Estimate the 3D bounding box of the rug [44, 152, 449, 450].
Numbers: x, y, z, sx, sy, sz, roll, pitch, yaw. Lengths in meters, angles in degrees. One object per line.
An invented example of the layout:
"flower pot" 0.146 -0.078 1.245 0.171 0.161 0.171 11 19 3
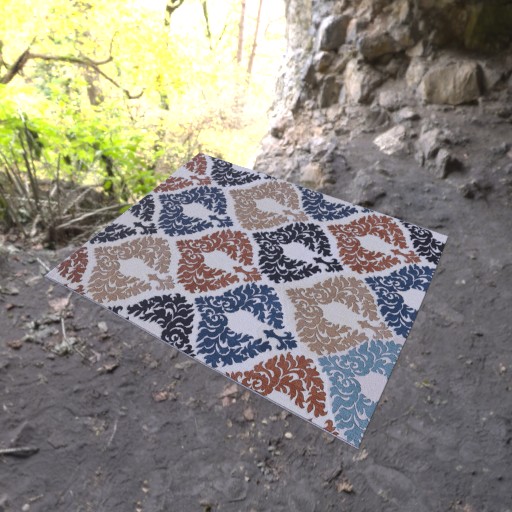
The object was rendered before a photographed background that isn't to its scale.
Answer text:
"rug" 0.000 0.000 4.206 3.040 0.014 2.423 23 49 21
